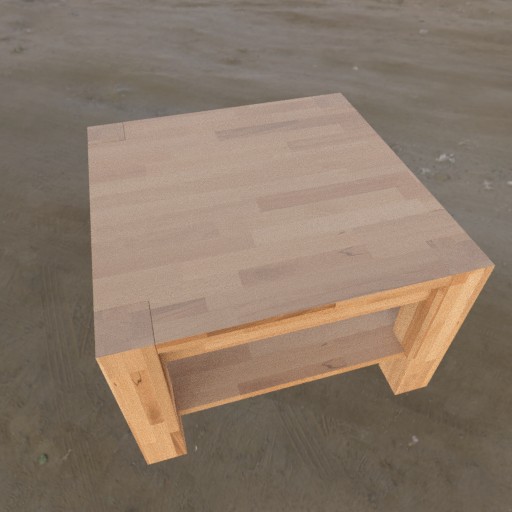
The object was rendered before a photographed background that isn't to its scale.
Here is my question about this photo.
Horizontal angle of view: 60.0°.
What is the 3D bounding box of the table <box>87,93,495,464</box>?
[{"bbox_3d":[0.000,0.000,1.129,0.700,0.451,0.700,-11,47,-11],"label":"table"}]
